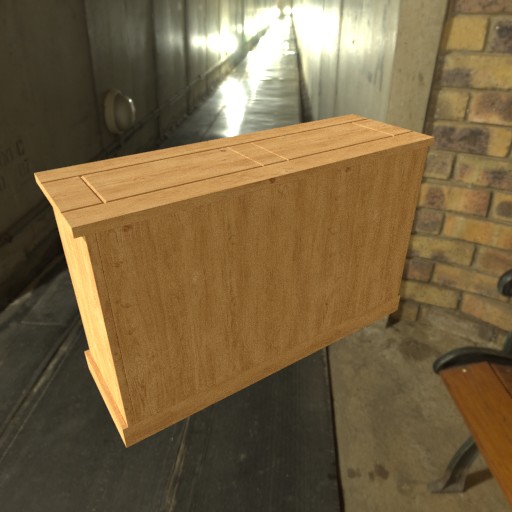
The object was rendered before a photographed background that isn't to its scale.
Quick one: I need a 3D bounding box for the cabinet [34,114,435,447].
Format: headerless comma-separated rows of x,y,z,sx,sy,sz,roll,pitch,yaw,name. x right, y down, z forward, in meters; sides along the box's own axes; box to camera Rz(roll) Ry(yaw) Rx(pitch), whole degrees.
0.000,0.000,1.706,1.321,0.810,0.432,-19,36,-28,cabinet
